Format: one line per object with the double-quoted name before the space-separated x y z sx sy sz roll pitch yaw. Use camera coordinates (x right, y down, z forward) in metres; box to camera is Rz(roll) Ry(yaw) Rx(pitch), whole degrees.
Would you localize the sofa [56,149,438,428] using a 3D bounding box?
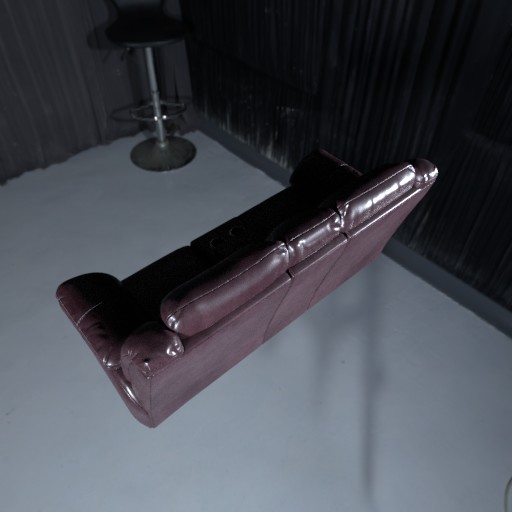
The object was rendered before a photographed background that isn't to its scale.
"sofa" 0.000 0.000 2.615 2.058 1.043 0.991 -32 54 -28
